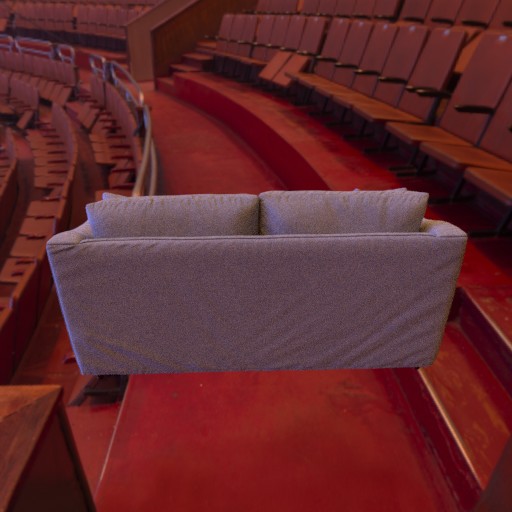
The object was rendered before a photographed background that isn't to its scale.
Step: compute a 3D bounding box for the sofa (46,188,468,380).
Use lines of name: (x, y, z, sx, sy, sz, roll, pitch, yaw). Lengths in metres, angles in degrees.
sofa: (0.000, 0.000, 2.691, 2.010, 1.018, 1.072, -1, 29, -2)
